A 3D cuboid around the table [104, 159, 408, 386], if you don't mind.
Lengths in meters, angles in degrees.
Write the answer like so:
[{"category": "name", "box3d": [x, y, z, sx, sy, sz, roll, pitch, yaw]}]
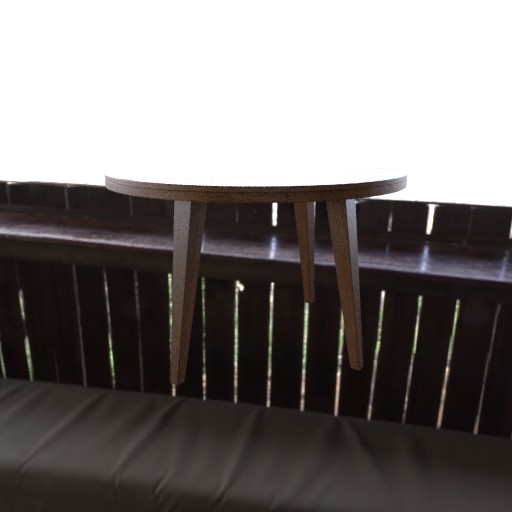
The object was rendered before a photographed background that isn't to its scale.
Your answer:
[{"category": "table", "box3d": [0.000, 0.000, 1.968, 1.213, 0.764, 1.213, 0, 16, 0]}]
